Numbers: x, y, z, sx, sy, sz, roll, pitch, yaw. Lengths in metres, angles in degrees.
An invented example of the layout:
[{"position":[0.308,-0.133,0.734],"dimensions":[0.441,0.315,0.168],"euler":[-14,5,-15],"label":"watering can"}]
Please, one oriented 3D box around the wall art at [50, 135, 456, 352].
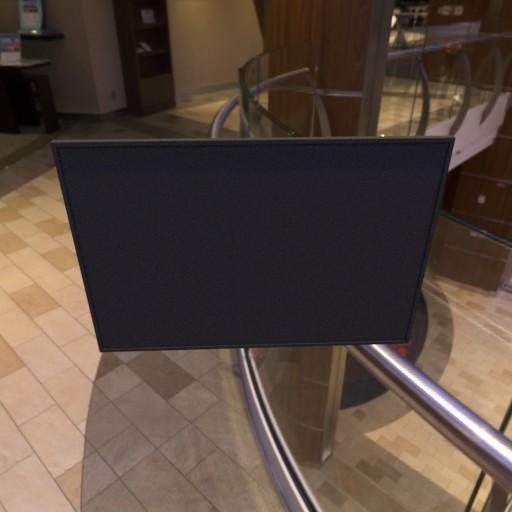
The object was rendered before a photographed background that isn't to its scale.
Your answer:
[{"position":[0.000,0.000,1.514],"dimensions":[1.190,0.805,0.028],"euler":[-1,30,-2],"label":"wall art"}]
